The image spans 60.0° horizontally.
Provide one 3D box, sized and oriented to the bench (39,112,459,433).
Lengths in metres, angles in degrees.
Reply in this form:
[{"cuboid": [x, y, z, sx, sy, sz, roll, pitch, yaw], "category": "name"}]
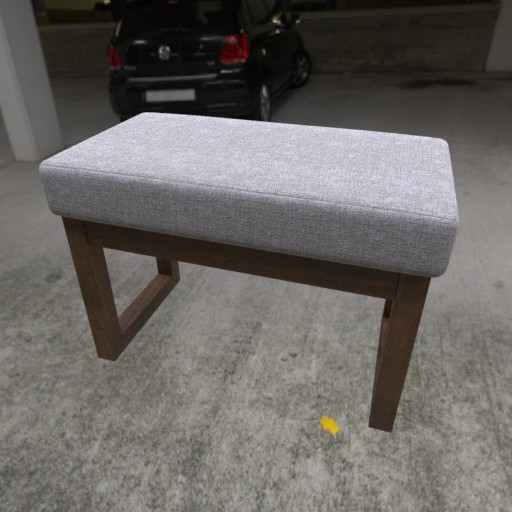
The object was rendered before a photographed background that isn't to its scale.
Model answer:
[{"cuboid": [0.000, 0.000, 0.928, 0.681, 0.467, 0.366, 10, 33, 15], "category": "bench"}]
